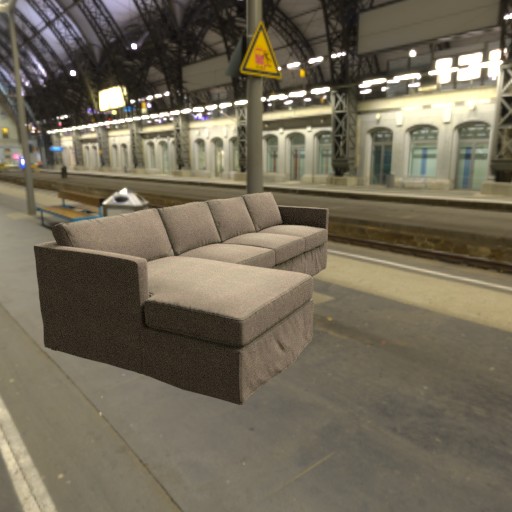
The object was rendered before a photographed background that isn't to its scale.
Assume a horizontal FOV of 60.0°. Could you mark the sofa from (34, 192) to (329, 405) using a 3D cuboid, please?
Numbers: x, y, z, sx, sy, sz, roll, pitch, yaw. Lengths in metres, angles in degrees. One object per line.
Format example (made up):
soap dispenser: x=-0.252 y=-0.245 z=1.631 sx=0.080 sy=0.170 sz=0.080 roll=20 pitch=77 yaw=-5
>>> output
sofa: x=0.000 y=0.000 z=3.941 sx=1.650 sy=0.922 sz=3.205 roll=7 pitch=14 yaw=28
